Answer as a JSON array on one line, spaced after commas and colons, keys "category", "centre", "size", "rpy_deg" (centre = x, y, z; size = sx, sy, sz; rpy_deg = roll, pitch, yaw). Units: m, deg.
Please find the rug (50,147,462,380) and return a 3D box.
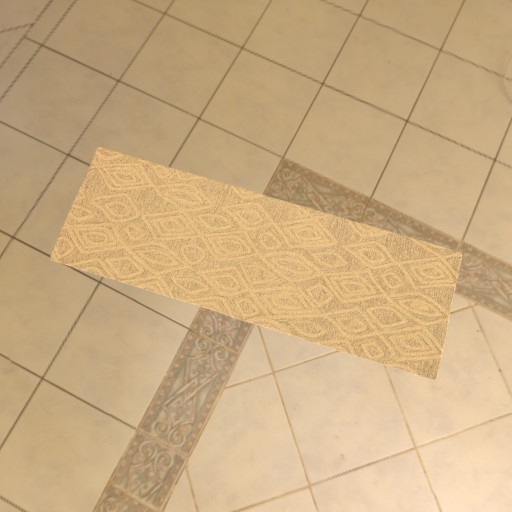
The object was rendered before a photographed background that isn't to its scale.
[{"category": "rug", "centre": [0.000, 0.000, 2.740], "size": [2.436, 0.013, 0.807], "rpy_deg": [17, 77, 4]}]
